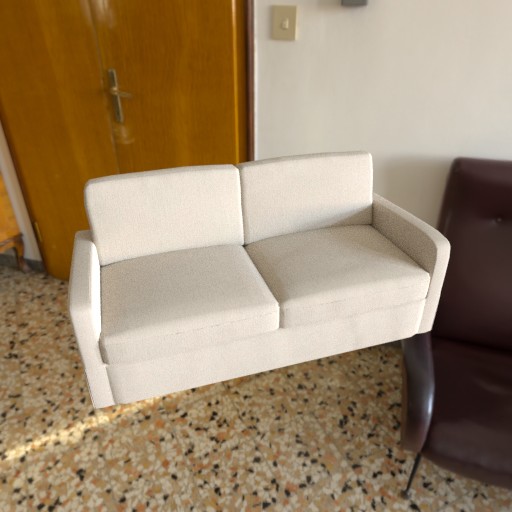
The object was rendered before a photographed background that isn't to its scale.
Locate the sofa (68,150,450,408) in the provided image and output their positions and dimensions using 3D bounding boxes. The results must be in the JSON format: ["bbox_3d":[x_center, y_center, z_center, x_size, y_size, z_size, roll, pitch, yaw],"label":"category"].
[{"bbox_3d":[0.000,0.000,2.361,1.808,0.831,0.894,-9,33,-15],"label":"sofa"}]
